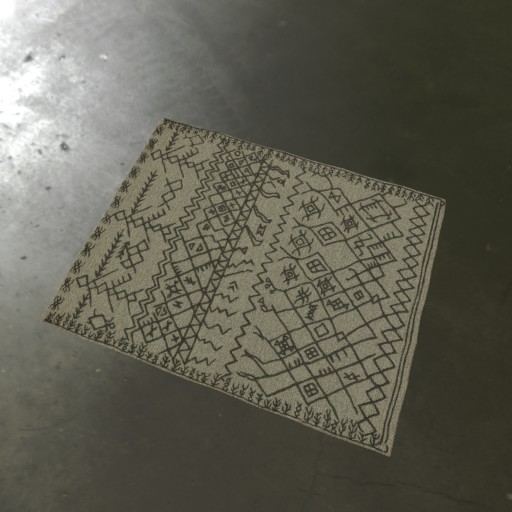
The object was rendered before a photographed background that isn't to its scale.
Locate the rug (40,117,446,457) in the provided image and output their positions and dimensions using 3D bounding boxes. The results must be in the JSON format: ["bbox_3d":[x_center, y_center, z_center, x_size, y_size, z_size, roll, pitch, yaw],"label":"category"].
[{"bbox_3d":[0.000,0.000,3.235,2.455,0.025,1.964,18,65,9],"label":"rug"}]
